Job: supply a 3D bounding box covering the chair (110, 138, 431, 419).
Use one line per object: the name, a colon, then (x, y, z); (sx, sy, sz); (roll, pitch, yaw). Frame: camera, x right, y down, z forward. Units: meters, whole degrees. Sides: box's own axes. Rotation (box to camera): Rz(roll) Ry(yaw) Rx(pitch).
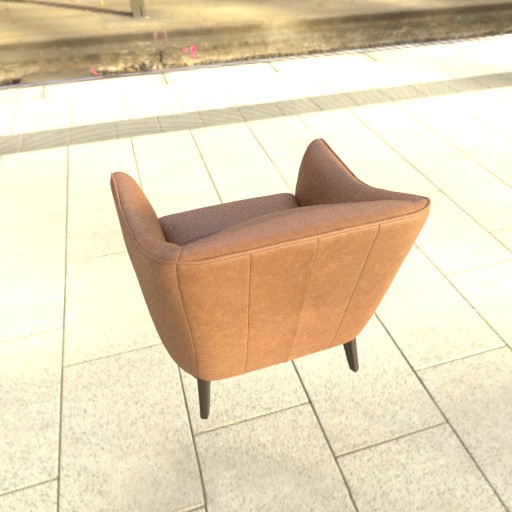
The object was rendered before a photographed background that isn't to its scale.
chair: (0.000, 0.000, 1.569); (0.871, 0.830, 0.852); (-13, 43, -14)
